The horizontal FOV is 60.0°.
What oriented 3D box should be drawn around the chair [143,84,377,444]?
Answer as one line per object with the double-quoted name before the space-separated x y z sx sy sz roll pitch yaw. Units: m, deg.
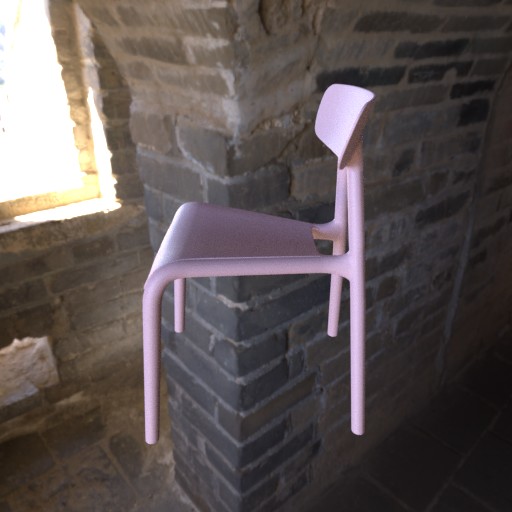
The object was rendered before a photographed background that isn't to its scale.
"chair" 0.000 0.000 0.825 0.401 0.580 0.356 0 26 0
